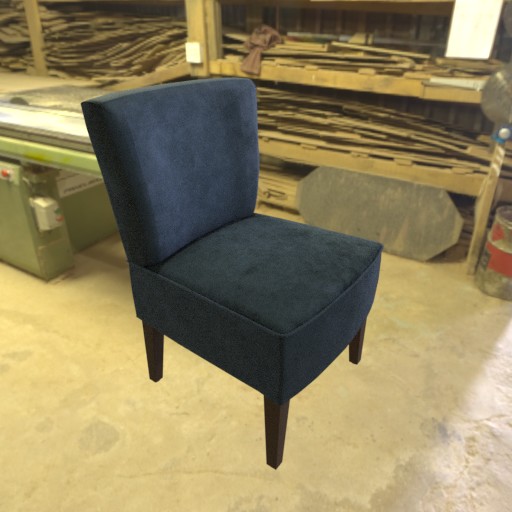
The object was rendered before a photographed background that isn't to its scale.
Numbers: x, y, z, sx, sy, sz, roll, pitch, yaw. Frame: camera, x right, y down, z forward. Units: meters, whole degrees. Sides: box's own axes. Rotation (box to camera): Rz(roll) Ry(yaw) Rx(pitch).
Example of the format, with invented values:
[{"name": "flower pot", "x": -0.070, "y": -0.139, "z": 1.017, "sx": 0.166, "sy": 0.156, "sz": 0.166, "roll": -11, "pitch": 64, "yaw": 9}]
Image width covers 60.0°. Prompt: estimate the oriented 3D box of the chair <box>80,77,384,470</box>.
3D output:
[{"name": "chair", "x": 0.000, "y": 0.000, "z": 1.143, "sx": 0.551, "sy": 0.806, "sz": 0.521, "roll": 19, "pitch": 33, "yaw": 31}]
